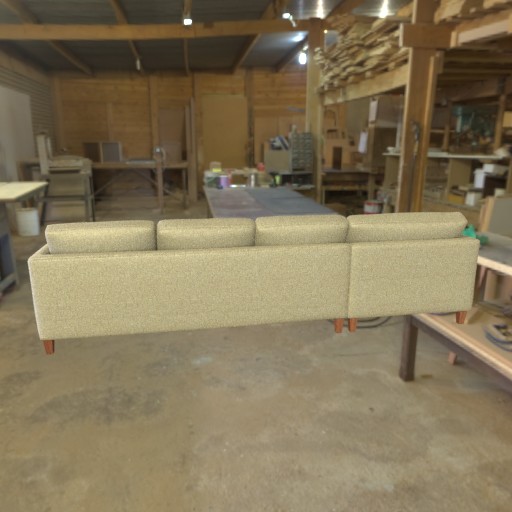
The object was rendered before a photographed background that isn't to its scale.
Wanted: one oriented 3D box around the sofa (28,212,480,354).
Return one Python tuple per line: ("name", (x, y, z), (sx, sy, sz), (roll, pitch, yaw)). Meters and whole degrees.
("sofa", (0.000, 0.000, 3.802), (3.201, 0.876, 1.502), (-2, 15, -9))
